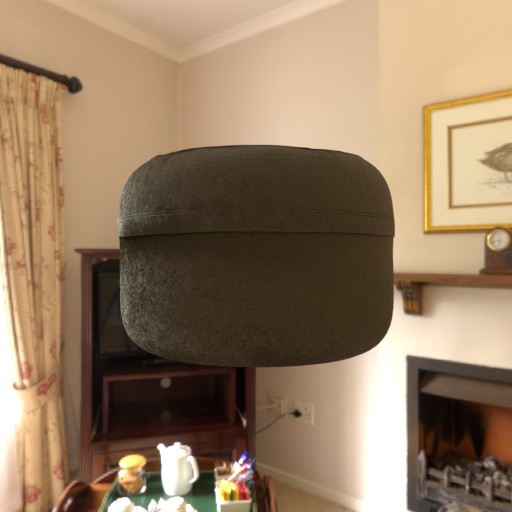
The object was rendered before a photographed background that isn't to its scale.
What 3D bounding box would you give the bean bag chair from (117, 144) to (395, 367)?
[{"bbox_3d":[0.000,0.000,1.528,0.918,0.605,0.918,0,0,0],"label":"bean bag chair"}]
